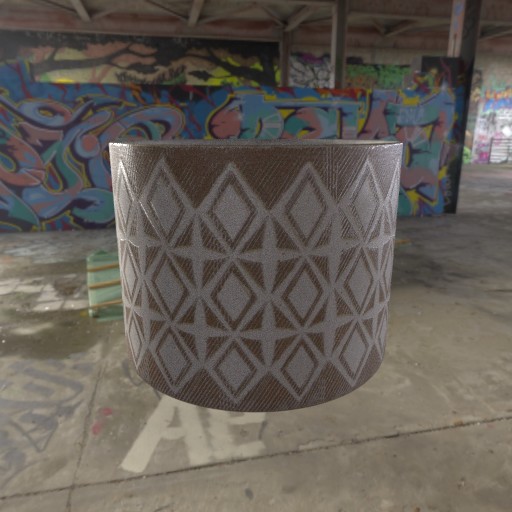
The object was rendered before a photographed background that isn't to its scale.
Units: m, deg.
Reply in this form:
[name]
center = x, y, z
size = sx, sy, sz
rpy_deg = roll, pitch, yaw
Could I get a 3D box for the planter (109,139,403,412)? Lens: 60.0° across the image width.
[planter]
center = 0.000, 0.000, 0.327
size = 0.193, 0.165, 0.193
rpy_deg = 0, 16, 0
